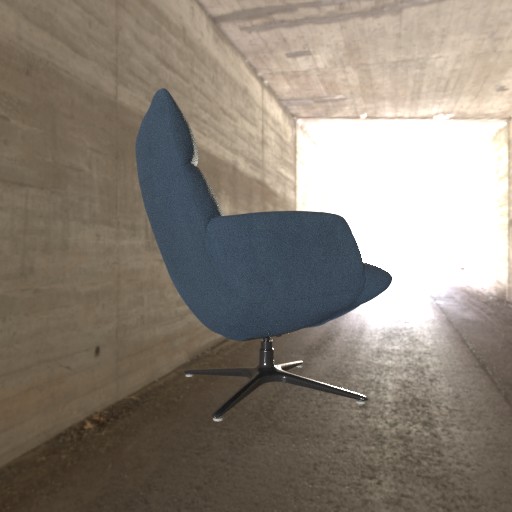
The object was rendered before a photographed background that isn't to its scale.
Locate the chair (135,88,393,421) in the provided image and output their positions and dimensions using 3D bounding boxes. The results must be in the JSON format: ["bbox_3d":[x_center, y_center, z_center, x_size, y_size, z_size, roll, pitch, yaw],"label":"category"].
[{"bbox_3d":[0.000,0.000,1.693,0.889,1.016,0.711,0,0,-18],"label":"chair"}]
